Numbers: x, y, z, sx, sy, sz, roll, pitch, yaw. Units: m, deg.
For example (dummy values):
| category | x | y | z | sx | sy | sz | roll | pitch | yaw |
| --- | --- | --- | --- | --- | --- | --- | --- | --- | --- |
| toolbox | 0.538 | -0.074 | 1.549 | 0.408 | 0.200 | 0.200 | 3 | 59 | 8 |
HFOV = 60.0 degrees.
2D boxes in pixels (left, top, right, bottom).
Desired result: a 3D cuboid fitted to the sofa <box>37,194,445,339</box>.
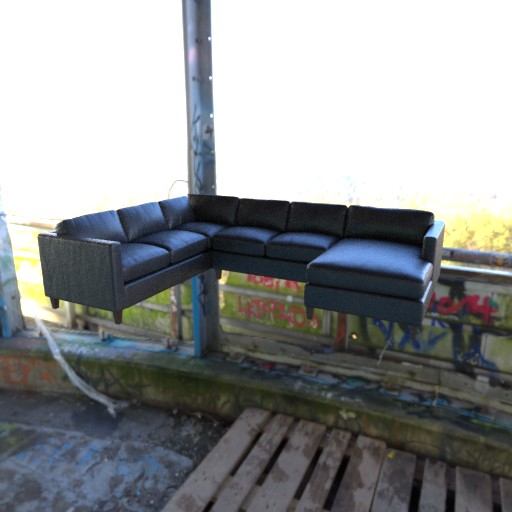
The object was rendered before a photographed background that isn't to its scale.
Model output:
| category | x | y | z | sx | sy | sz | roll | pitch | yaw |
| --- | --- | --- | --- | --- | --- | --- | --- | --- | --- |
| sofa | 0.000 | 0.000 | 4.498 | 3.324 | 0.891 | 2.452 | 8 | 17 | 26 |
